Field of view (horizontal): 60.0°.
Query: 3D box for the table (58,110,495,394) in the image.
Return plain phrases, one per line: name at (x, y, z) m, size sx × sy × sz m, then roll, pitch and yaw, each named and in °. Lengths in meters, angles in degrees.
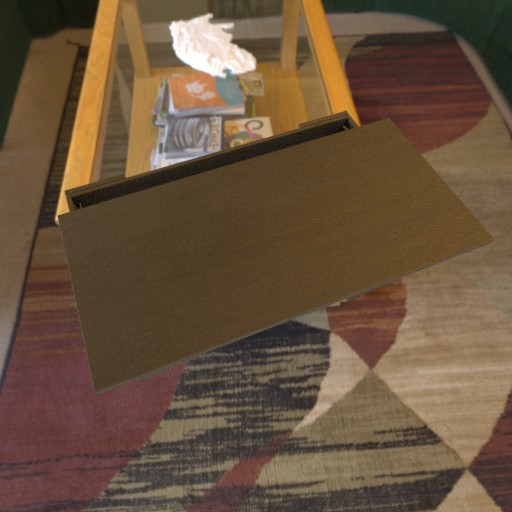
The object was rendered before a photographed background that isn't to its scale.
table at (0.000, 0.000, 1.421) m, size 1.000 × 0.570 × 0.711 m, roll -19°, pitch 59°, yaw -12°
